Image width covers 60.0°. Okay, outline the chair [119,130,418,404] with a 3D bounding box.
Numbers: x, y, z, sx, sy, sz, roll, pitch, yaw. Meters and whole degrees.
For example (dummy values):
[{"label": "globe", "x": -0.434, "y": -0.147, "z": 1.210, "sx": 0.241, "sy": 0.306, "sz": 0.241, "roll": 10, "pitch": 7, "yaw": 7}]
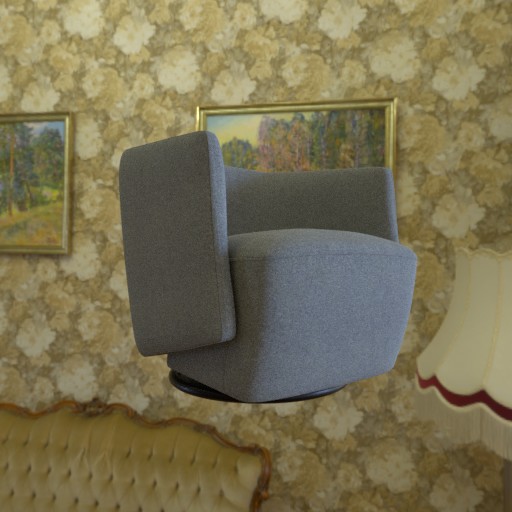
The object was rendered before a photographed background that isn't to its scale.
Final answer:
[{"label": "chair", "x": 0.000, "y": 0.000, "z": 1.605, "sx": 0.822, "sy": 0.861, "sz": 0.986, "roll": 1, "pitch": -1, "yaw": -37}]
